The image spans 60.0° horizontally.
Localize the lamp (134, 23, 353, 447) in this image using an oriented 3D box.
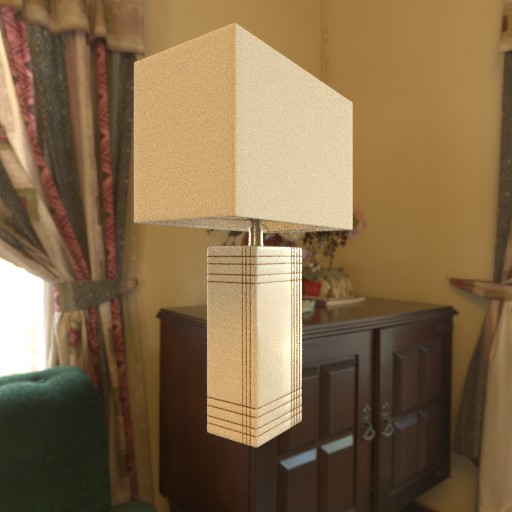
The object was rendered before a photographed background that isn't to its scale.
[{"bbox_3d":[0.000,0.000,0.701,0.182,0.543,0.334,0,0,36],"label":"lamp"}]
